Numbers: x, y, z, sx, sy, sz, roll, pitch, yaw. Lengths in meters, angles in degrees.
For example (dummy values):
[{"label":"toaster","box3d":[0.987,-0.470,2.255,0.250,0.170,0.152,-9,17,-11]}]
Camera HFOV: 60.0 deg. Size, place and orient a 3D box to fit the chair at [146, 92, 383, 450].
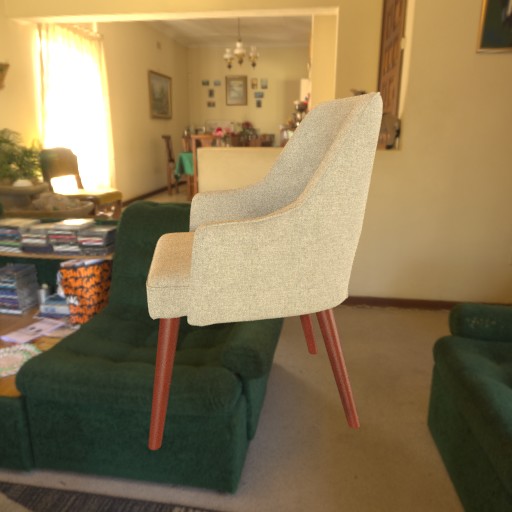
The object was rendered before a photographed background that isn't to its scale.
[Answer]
[{"label":"chair","box3d":[0.000,0.000,1.232,0.605,0.849,0.548,-2,16,-8]}]
